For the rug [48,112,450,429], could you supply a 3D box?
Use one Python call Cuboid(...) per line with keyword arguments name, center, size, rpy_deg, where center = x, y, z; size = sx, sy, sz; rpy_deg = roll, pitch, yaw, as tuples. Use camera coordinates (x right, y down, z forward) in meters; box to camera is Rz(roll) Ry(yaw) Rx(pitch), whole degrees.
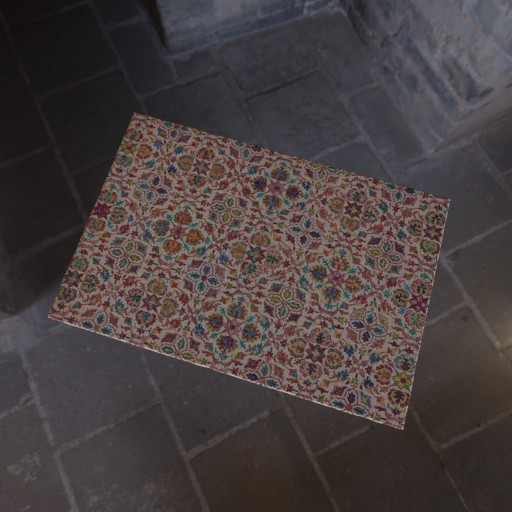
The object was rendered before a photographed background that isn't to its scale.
Cuboid(name="rug", center=(0.000, 0.000, 2.912), size=(2.297, 0.018, 1.541), rpy_deg=(16, 76, 4))
